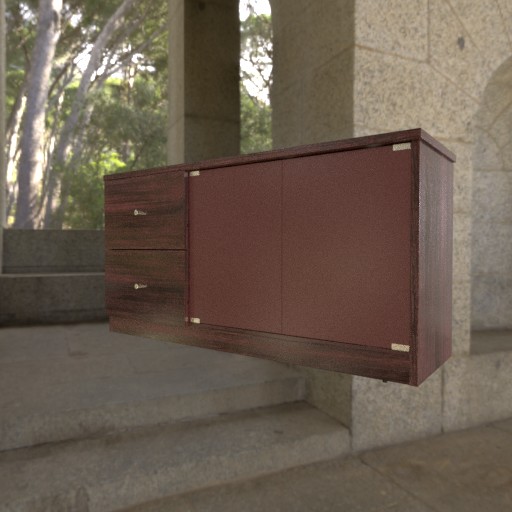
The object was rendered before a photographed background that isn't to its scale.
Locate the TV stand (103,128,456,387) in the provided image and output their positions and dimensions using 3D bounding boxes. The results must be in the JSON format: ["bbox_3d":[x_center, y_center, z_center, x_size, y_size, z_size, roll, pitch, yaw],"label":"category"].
[{"bbox_3d":[0.000,0.000,1.522,1.192,0.614,0.404,1,2,35],"label":"TV stand"}]
